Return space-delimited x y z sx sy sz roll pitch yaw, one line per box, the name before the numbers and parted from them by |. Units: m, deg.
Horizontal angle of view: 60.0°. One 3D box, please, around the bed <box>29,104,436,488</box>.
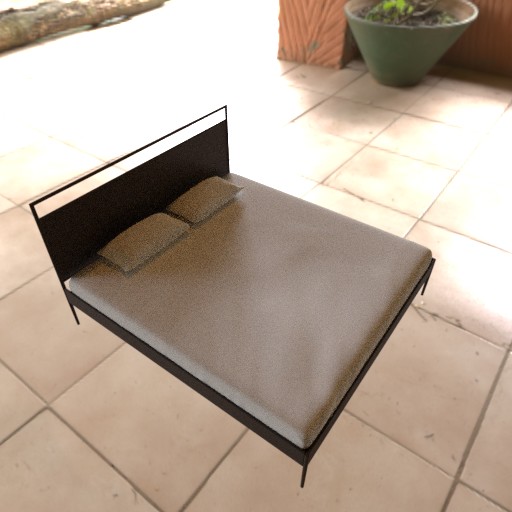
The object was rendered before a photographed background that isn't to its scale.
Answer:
bed | 0.000 0.000 3.336 2.151 1.173 1.993 26 47 27
